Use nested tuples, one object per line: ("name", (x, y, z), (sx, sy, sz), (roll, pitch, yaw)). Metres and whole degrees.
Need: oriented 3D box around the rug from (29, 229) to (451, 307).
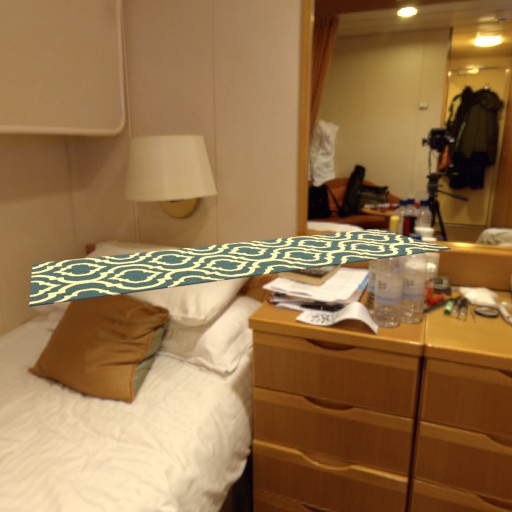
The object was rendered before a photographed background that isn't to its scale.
("rug", (0.000, 0.000, 2.521), (2.296, 0.006, 0.685), (-7, 16, -24))
